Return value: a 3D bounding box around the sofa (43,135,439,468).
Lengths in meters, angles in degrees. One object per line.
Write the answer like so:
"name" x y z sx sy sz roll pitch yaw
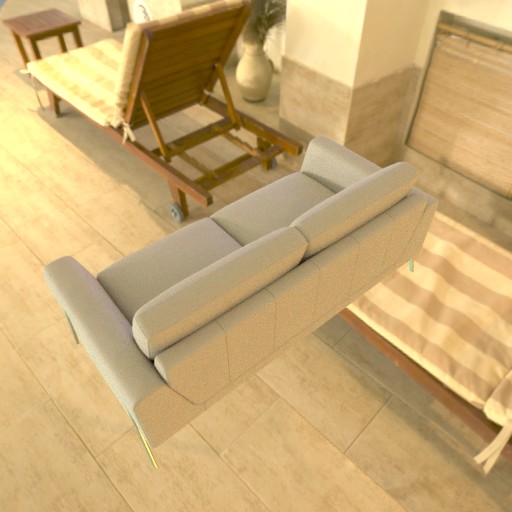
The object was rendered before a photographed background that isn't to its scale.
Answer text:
"sofa" 0.000 0.000 2.511 2.017 0.875 0.953 -30 53 -26
